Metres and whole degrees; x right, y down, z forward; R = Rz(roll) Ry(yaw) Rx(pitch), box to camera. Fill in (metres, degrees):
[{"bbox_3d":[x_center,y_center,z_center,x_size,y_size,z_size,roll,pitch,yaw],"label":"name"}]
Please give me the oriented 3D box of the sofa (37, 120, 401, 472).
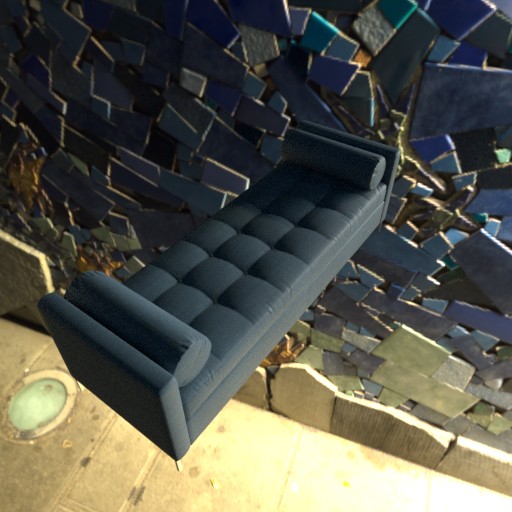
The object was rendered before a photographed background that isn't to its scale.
[{"bbox_3d":[0.000,0.000,2.354,0.686,0.635,1.981,26,48,26],"label":"sofa"}]
